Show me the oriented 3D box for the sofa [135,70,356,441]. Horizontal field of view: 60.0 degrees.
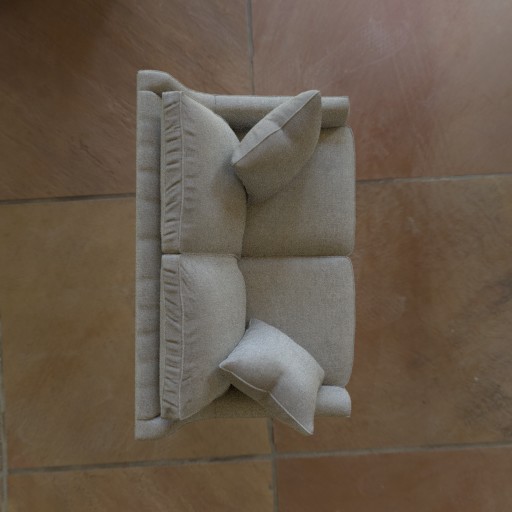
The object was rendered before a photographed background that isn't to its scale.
[{"bbox_3d":[0.000,0.000,2.011,0.915,0.863,1.422,0,89,0],"label":"sofa"}]
